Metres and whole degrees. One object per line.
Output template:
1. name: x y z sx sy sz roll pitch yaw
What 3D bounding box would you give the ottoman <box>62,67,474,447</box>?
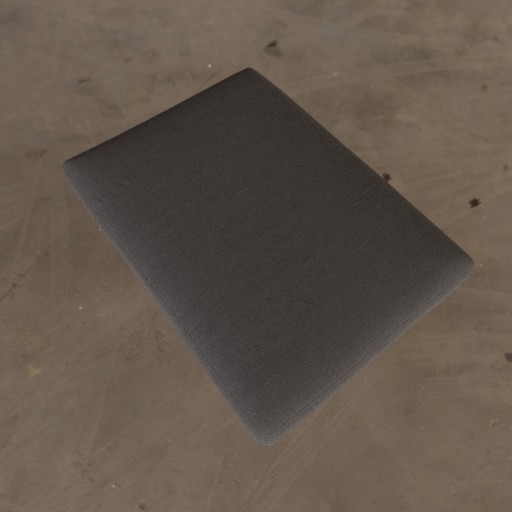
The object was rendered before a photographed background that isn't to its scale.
1. ottoman: 0.000 0.000 1.136 0.569 0.500 0.771 -34 67 -17
